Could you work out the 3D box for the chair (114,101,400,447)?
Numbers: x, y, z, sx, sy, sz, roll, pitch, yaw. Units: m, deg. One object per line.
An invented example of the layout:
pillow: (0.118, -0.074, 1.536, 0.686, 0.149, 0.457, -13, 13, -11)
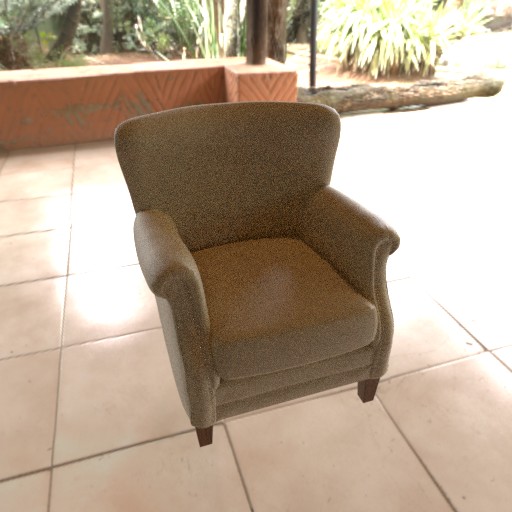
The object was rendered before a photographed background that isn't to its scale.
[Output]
chair: (0.000, 0.000, 1.648, 0.861, 0.936, 0.921, -10, 33, -16)
